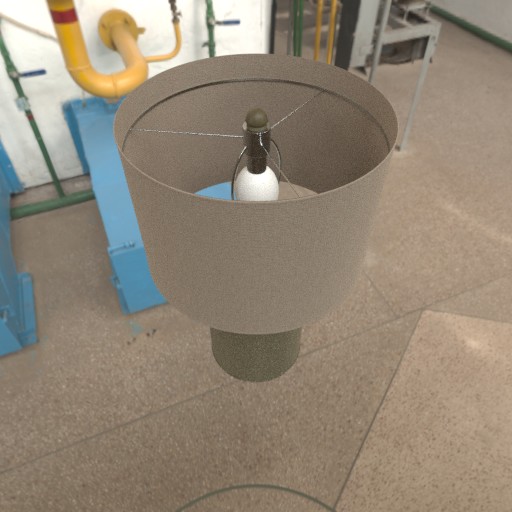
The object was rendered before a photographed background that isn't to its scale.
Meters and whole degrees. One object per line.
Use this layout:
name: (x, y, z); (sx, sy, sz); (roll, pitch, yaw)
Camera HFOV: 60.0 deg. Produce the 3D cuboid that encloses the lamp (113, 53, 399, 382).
lamp: (0.000, 0.000, 0.680); (0.318, 0.486, 0.318); (0, 47, 0)
